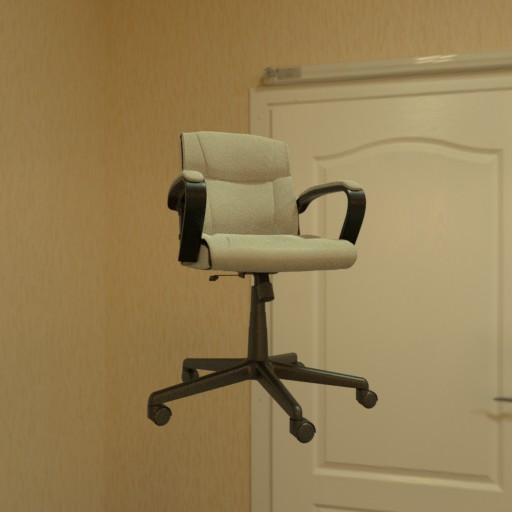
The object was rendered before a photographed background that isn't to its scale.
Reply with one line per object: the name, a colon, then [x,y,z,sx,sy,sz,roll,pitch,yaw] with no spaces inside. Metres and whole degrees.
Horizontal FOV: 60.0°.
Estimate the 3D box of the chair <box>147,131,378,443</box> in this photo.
chair: [0.000,0.000,1.515,0.739,1.004,0.717,0,0,-18]
